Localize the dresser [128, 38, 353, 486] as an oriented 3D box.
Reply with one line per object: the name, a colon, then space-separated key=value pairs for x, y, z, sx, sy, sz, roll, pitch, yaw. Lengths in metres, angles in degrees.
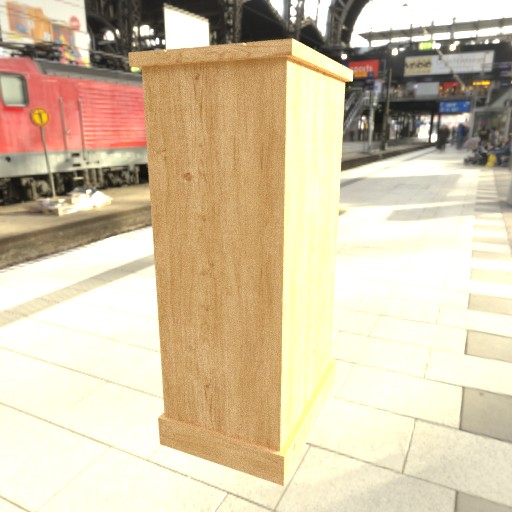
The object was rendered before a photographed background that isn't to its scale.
dresser: x=0.000 y=0.000 z=1.293 sx=0.390 sy=1.041 sz=0.531 roll=7 pitch=17 yaw=23
